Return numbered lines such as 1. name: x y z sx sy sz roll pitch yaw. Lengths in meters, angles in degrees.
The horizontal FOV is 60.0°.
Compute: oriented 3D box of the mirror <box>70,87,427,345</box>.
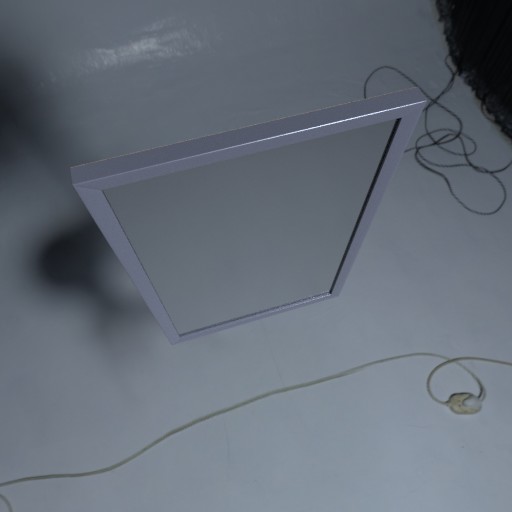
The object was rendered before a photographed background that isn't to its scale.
1. mirror: 0.000 0.000 1.145 0.609 0.915 0.040 -15 64 -8
